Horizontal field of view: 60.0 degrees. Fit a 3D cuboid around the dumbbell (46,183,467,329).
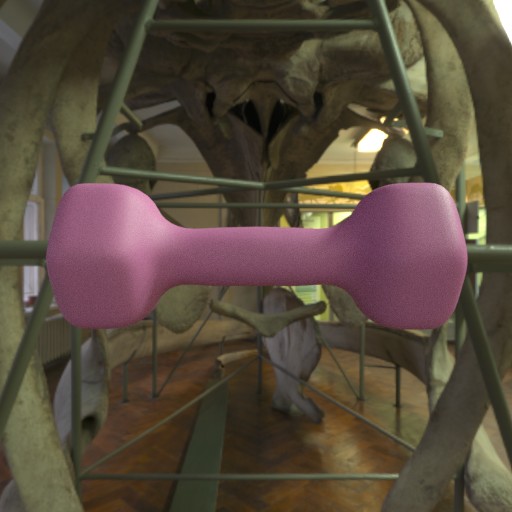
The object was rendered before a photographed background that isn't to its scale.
[{"bbox_3d":[0.000,0.000,0.184,0.159,0.058,0.064,0,1,1],"label":"dumbbell"}]
